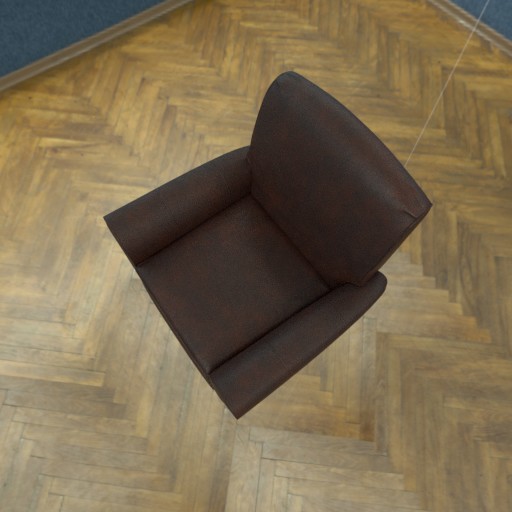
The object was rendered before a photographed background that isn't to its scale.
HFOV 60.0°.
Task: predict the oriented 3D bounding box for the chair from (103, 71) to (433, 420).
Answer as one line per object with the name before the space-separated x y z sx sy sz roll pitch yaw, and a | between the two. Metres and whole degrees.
chair | 0.000 0.000 1.851 0.902 1.061 0.978 -33 69 -14
